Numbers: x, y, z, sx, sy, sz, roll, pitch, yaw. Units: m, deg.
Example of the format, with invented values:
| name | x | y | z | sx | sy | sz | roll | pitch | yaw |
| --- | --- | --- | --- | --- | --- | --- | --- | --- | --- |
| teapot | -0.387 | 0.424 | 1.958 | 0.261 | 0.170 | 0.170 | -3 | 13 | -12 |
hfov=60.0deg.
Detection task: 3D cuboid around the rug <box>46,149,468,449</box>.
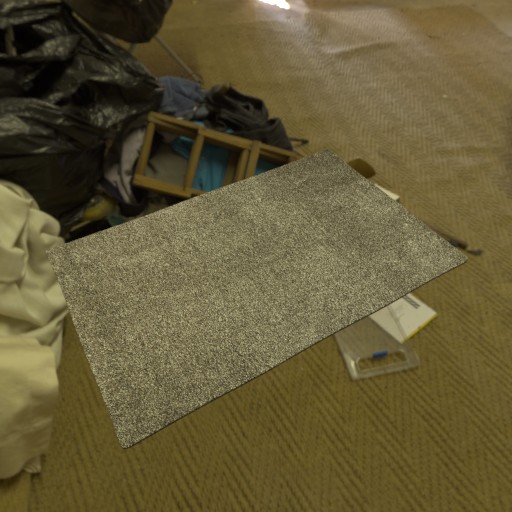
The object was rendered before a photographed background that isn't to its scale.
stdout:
| name | x | y | z | sx | sy | sz | roll | pitch | yaw |
| --- | --- | --- | --- | --- | --- | --- | --- | --- | --- |
| rug | 0.000 | 0.000 | 2.913 | 2.352 | 0.025 | 1.501 | -24 | 51 | -21 |
